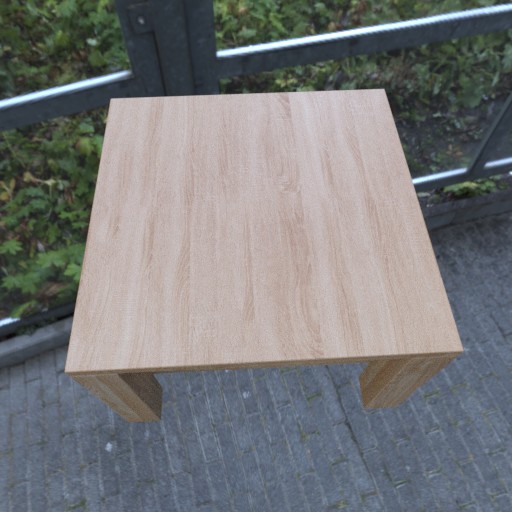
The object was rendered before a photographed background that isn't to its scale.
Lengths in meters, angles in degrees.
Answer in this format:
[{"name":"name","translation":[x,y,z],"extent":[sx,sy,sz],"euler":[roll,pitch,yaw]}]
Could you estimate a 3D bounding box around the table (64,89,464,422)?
[{"name":"table","translation":[0.000,0.000,1.145],"extent":[0.700,0.450,0.700],"euler":[-3,59,-2]}]
